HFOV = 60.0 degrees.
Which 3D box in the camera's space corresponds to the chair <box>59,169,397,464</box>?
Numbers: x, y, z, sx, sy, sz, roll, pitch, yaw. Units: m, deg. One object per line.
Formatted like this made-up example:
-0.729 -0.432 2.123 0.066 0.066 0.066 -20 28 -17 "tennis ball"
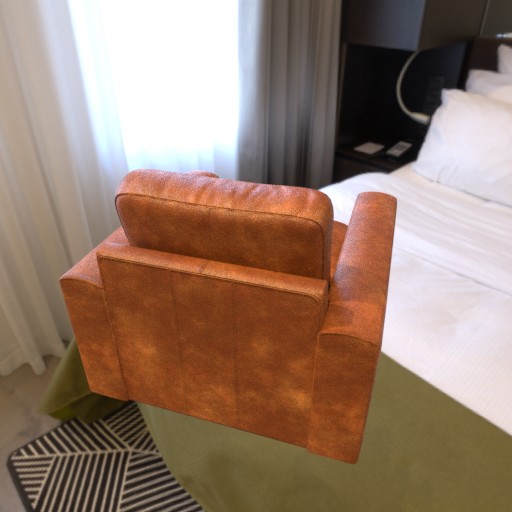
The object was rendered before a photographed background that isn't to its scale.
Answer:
0.000 0.000 1.743 1.005 0.873 1.016 10 33 15 "chair"
